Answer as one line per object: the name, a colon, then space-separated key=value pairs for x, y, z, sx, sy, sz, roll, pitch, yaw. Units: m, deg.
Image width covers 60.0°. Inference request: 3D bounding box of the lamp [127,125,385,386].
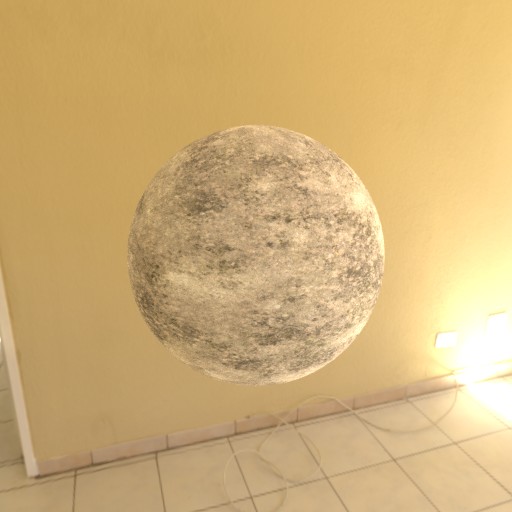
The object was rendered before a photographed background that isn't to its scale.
lamp: x=0.000 y=0.000 z=0.757 sx=0.422 sy=0.429 sz=0.422 roll=0 pitch=17 yaw=0
